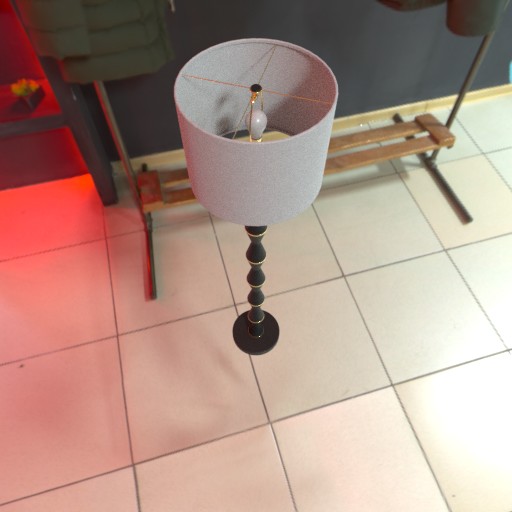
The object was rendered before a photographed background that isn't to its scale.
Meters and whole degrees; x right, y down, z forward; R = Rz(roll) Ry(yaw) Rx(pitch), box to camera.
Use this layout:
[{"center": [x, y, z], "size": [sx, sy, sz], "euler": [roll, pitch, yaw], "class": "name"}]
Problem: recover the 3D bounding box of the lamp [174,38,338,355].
[{"center": [0.000, 0.000, 1.654], "size": [0.381, 1.480, 0.381], "euler": [14, 59, 9], "class": "lamp"}]
